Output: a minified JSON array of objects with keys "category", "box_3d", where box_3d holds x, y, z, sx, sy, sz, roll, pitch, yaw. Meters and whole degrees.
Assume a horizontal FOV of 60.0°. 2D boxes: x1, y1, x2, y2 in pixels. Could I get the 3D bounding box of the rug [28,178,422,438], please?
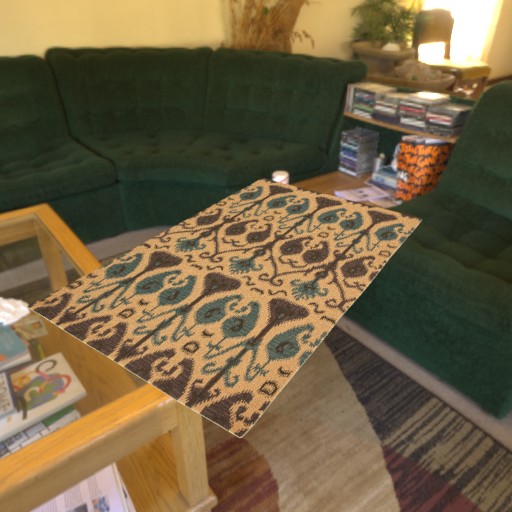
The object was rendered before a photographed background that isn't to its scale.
[{"category":"rug","box_3d":[0.000,0.000,2.116,1.072,0.013,1.698,20,37,29]}]
